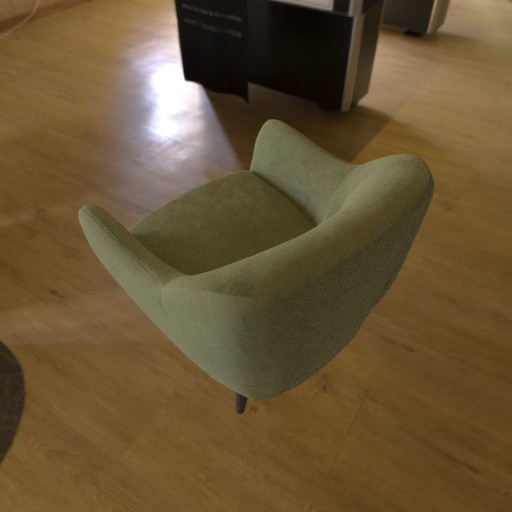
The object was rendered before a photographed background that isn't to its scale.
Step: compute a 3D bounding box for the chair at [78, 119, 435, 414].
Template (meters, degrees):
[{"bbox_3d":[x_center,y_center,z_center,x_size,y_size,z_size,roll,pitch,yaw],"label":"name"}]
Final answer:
[{"bbox_3d":[0.000,0.000,1.480,0.840,0.804,0.819,-33,55,-27],"label":"chair"}]
